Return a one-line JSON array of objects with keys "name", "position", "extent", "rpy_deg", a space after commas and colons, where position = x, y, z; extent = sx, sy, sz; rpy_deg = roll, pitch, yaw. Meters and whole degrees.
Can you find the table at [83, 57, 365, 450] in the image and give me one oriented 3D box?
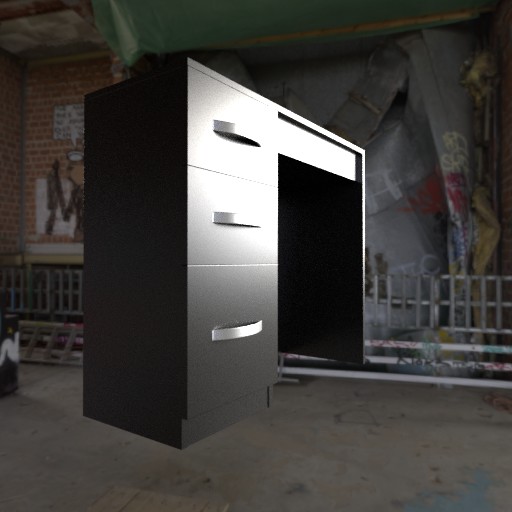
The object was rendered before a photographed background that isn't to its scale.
[{"name": "table", "position": [0.000, 0.000, 1.360], "extent": [0.380, 0.790, 0.930], "rpy_deg": [0, -1, 35]}]
